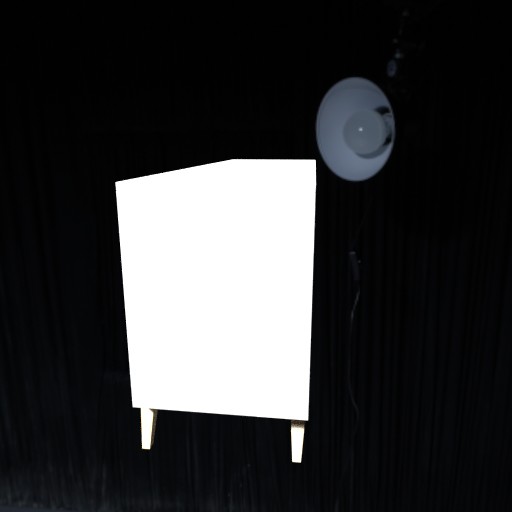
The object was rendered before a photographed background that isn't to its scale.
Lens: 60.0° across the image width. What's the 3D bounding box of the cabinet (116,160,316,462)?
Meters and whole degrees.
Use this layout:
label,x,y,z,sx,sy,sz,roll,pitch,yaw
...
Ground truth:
label,x,y,z,sx,sy,sz,roll,pitch,yaw
cabinet,0.000,0.000,1.974,0.500,0.780,1.649,2,14,7
